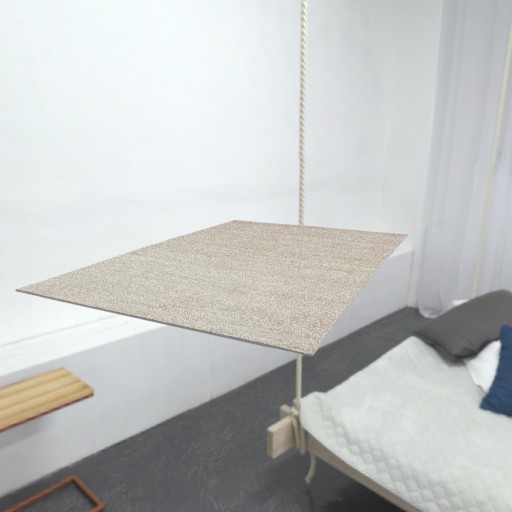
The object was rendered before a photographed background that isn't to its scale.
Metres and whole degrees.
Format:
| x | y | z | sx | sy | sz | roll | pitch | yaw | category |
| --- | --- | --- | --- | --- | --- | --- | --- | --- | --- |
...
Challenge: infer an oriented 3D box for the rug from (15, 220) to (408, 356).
| x | y | z | sx | sy | sz | roll | pitch | yaw | category |
| --- | --- | --- | --- | --- | --- | --- | --- | --- | --- |
| 0.000 | 0.000 | 2.936 | 1.609 | 0.030 | 2.342 | 7 | 16 | 26 | rug |
